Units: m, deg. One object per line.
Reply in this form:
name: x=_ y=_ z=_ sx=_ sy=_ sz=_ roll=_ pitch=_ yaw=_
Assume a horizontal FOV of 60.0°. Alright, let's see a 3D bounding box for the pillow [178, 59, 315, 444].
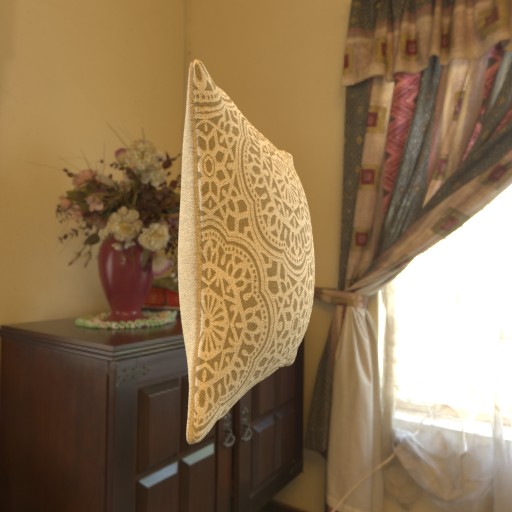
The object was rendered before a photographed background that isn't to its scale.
pillow: x=0.000 y=0.000 z=0.683 sx=0.167 sy=0.421 sz=0.438 roll=0 pitch=-1 yaw=18
